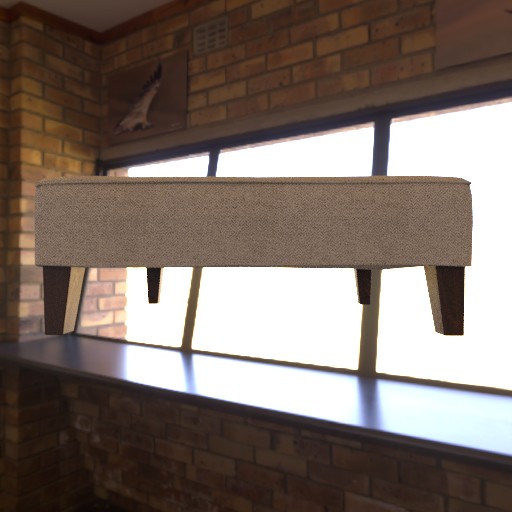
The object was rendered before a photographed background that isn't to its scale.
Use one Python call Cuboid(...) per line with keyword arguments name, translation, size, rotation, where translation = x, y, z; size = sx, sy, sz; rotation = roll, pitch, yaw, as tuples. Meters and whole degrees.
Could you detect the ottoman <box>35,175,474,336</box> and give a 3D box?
Cuboid(name="ottoman", translation=(0.000, 0.000, 1.448), size=(0.982, 0.381, 0.973), rotation=(0, -2, 1))
